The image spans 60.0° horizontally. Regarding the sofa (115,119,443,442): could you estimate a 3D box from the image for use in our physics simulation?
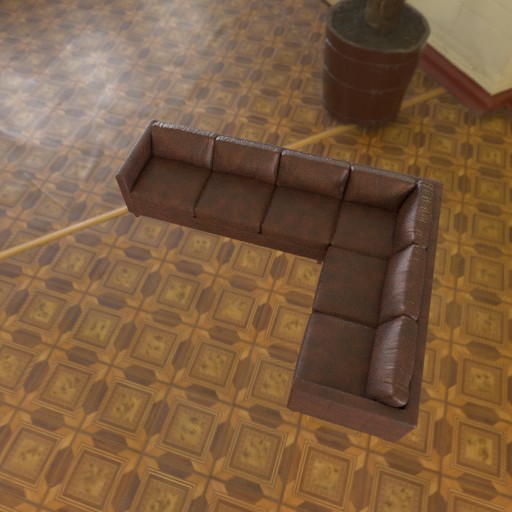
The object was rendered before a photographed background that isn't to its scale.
[{"bbox_3d":[0.000,0.000,4.244,3.152,0.836,2.438,15,59,9],"label":"sofa"}]
